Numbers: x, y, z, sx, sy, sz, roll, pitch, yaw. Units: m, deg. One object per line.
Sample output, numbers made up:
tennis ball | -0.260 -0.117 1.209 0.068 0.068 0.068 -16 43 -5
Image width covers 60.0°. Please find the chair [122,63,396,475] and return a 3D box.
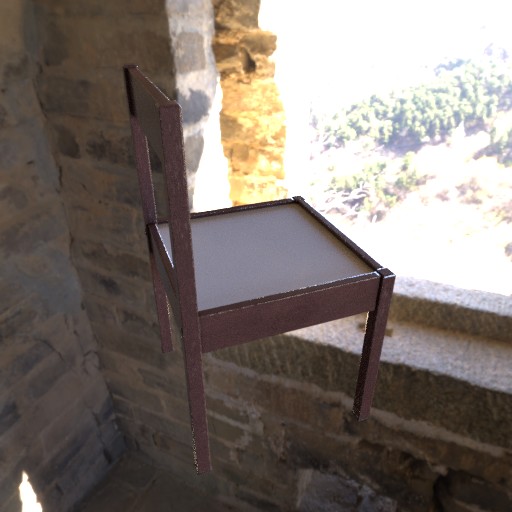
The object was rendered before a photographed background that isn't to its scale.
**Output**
chair | 0.000 0.000 0.655 0.285 0.505 0.285 -11 32 -18
